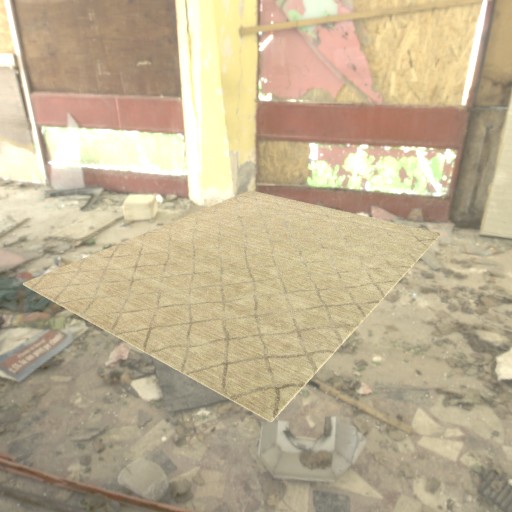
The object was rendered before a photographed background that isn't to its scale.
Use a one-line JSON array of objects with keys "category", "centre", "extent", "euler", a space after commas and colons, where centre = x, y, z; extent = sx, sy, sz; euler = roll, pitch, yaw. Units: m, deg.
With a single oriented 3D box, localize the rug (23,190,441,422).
[{"category": "rug", "centre": [0.000, 0.000, 4.016], "extent": [2.420, 0.019, 3.038], "euler": [18, 31, 32]}]
